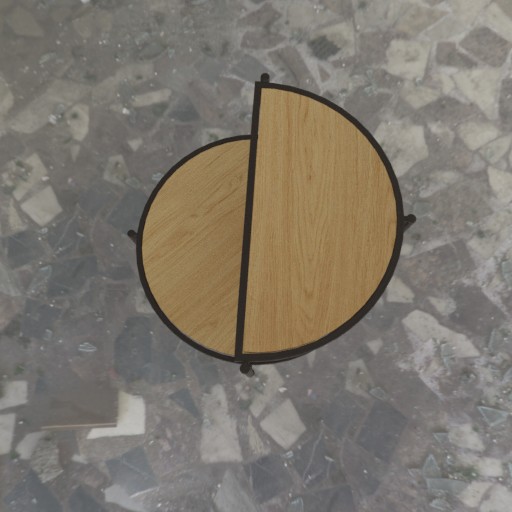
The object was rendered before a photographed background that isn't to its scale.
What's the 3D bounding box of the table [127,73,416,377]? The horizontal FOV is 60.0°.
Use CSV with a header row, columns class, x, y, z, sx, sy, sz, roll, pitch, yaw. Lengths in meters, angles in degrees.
class,x,y,z,sx,sy,sz,roll,pitch,yaw
table,0.000,0.000,1.186,0.628,0.684,0.629,4,75,1
